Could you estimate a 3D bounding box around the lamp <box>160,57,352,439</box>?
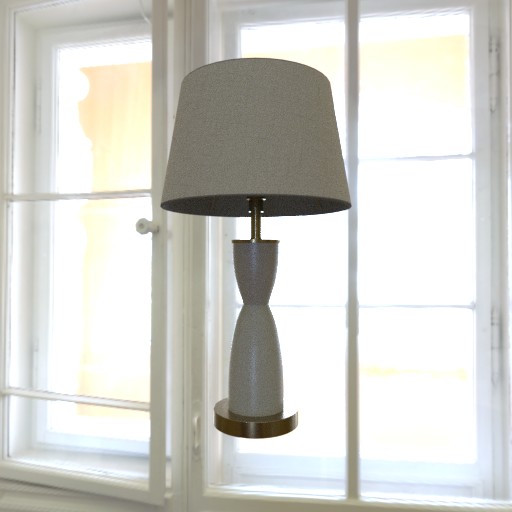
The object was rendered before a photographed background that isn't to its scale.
[{"bbox_3d":[0.000,0.000,0.730,0.309,0.545,0.309,0,0,0],"label":"lamp"}]
